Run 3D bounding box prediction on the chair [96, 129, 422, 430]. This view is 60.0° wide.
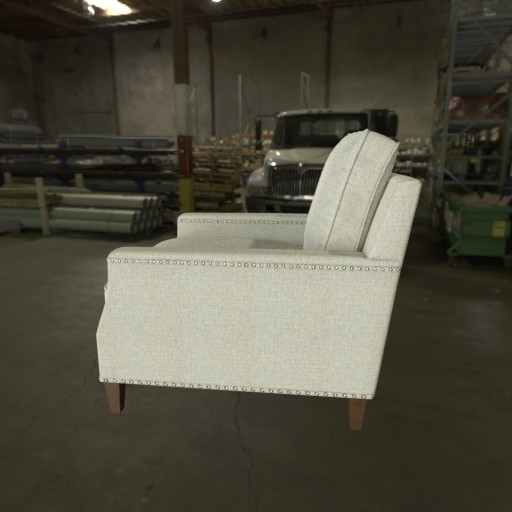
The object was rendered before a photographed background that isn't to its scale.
[{"bbox_3d":[0.000,0.000,1.747,1.014,0.943,0.853,2,14,7],"label":"chair"}]
